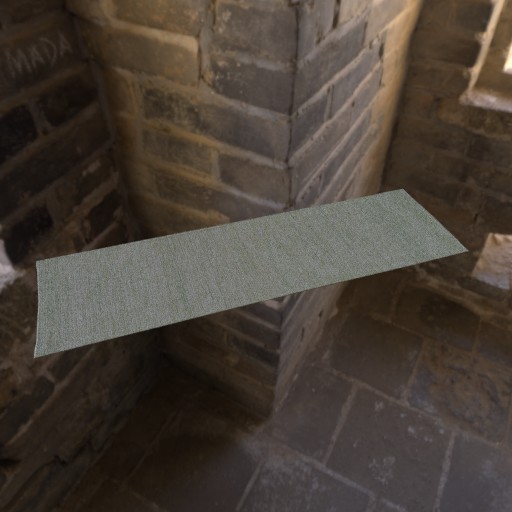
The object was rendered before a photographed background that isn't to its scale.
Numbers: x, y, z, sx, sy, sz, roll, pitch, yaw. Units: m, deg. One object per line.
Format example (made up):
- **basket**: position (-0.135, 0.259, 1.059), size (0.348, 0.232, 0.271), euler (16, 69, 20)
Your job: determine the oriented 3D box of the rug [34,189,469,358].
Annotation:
- **rug**: position (0.000, 0.000, 2.491), size (2.340, 0.013, 0.686), euler (-12, 43, -14)
